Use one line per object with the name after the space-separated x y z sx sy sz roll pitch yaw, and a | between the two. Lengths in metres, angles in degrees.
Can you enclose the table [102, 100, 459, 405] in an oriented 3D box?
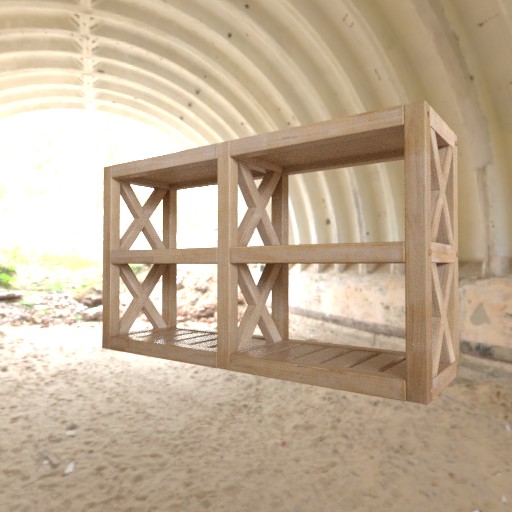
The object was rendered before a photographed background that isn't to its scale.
0.000 0.000 1.634 1.320 0.762 0.381 -1 -2 35 | table
